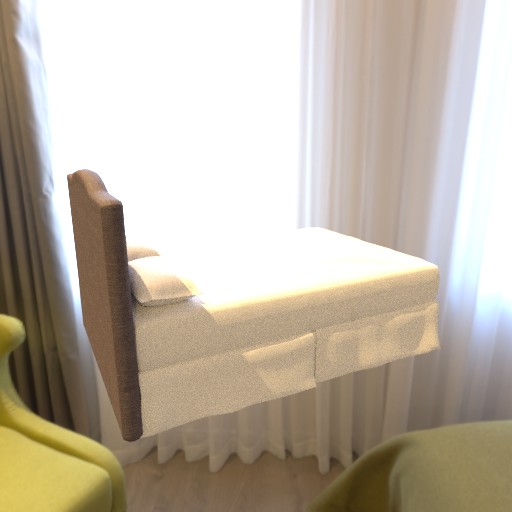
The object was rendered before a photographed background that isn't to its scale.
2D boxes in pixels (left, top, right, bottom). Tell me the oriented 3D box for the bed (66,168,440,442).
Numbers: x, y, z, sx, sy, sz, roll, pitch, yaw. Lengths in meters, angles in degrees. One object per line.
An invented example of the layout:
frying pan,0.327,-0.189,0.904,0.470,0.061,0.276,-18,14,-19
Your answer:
bed,0.000,0.000,3.502,2.507,1.441,1.741,-8,18,-26
